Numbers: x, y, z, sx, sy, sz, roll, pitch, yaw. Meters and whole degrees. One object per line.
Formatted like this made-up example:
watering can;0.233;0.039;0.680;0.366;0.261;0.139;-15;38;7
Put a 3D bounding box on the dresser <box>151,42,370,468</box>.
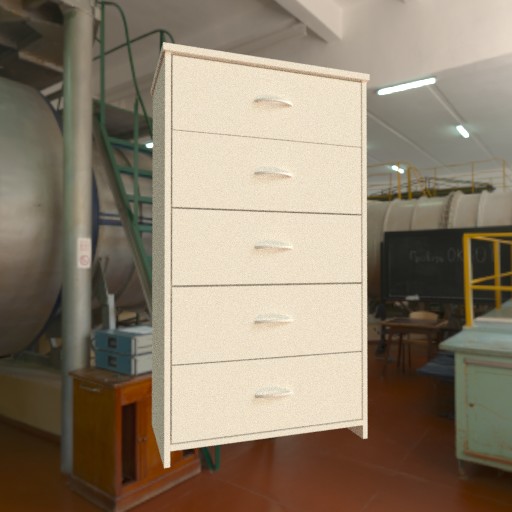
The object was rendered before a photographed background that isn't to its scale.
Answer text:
dresser;0.000;0.000;1.588;0.704;1.255;0.399;0;-1;-19
